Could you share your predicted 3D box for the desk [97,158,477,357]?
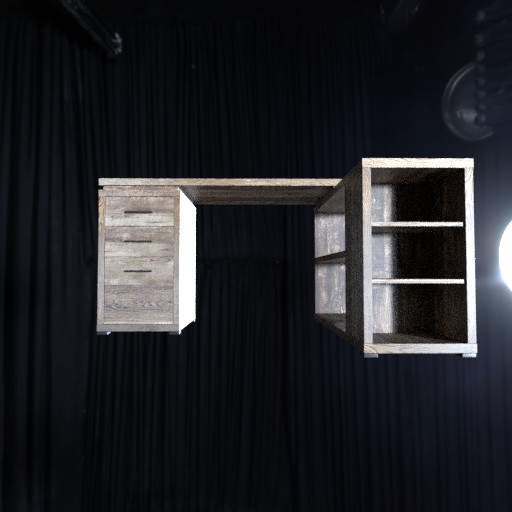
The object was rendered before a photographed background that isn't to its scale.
[{"bbox_3d":[0.000,0.000,2.145,1.524,0.753,1.200,0,-2,-1],"label":"desk"}]
